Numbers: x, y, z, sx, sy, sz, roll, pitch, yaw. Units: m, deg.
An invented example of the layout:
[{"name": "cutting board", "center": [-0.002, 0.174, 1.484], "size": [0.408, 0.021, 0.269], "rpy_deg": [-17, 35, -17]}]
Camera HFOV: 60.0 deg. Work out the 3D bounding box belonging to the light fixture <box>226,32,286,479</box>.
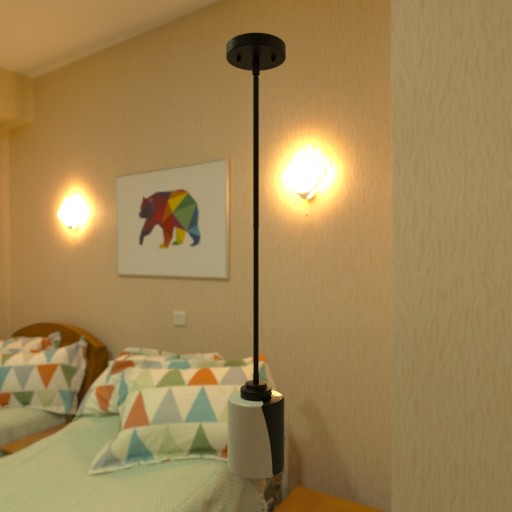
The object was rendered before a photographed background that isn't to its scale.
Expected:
[{"name": "light fixture", "center": [0.000, 0.000, 0.917], "size": [0.123, 0.863, 0.123], "rpy_deg": [0, 0, 1]}]
